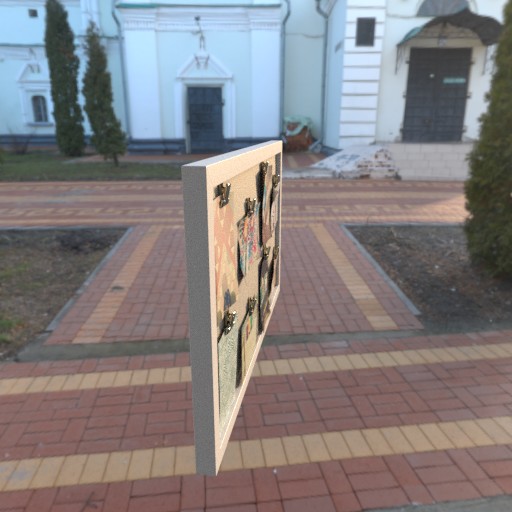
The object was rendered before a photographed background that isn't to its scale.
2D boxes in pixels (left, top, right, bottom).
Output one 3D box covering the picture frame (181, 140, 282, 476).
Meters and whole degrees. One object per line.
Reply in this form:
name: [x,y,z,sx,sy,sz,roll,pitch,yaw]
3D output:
picture frame: [0.000,0.000,0.799,0.044,0.379,0.647,3,17,10]
